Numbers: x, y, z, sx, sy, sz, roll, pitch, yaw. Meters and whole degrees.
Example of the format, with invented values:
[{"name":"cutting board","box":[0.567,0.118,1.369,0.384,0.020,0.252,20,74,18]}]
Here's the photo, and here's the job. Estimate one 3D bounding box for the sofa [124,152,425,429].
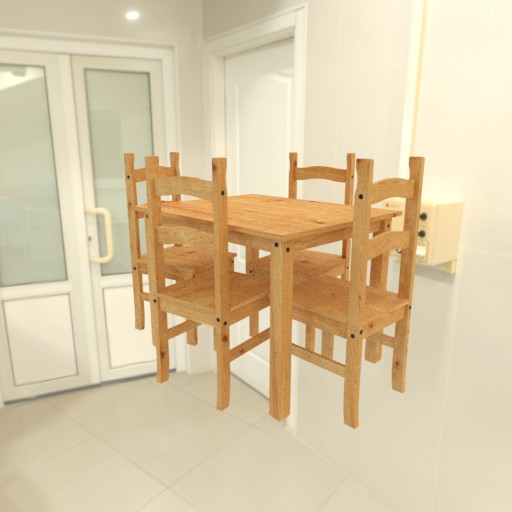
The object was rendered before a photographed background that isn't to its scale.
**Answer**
[{"name":"sofa","box":[0.000,0.000,2.233,1.144,1.000,1.529,-13,19,-42]}]
